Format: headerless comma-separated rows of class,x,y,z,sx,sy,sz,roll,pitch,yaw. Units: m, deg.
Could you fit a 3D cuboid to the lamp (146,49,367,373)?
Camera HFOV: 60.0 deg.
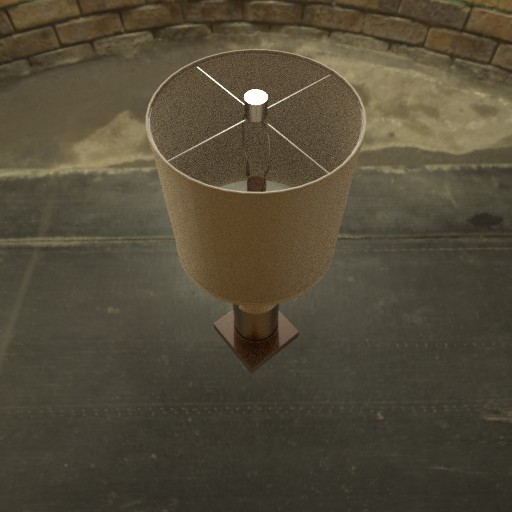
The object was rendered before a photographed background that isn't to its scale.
lamp,0.000,0.000,0.606,0.202,0.509,0.202,-34,63,-20
